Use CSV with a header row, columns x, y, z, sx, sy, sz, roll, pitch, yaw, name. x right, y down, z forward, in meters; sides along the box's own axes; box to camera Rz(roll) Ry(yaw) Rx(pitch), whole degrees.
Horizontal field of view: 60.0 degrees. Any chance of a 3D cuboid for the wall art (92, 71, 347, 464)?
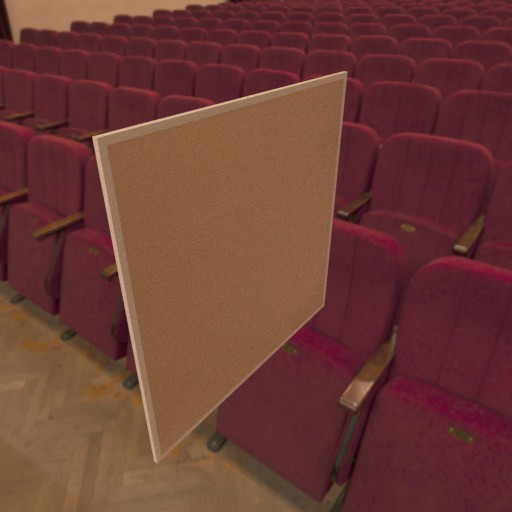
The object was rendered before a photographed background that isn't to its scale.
x,y,z,sx,sy,sz,roll,pitch,yaw,name
0.000,0.000,1.164,0.012,0.809,0.809,22,37,32,wall art
